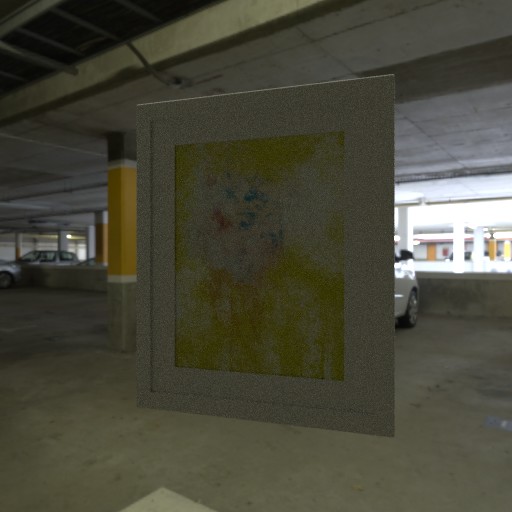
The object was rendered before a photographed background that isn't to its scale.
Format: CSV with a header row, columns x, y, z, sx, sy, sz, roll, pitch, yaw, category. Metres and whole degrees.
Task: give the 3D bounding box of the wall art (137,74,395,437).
x,y,z,sx,sy,sz,roll,pitch,yaw,category
0.000,0.000,0.759,0.454,0.556,0.028,0,0,18,wall art
